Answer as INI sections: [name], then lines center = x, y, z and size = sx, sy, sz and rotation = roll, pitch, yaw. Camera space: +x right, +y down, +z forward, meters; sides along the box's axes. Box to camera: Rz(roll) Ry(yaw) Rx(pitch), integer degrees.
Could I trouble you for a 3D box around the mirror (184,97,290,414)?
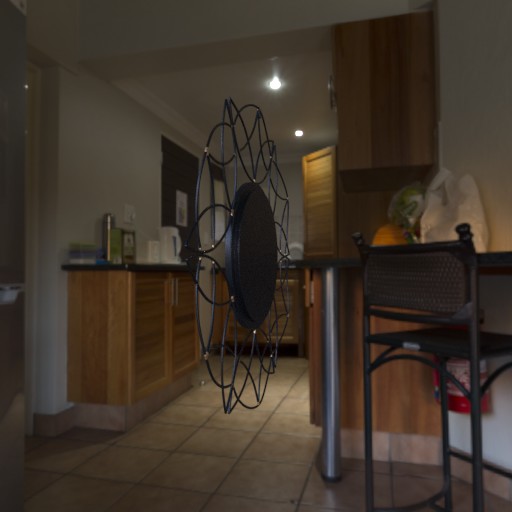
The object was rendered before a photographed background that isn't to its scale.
[mirror]
center = 0.000, 0.000, 1.150
size = 0.028, 0.775, 0.797
rotation = 0, -1, 17
